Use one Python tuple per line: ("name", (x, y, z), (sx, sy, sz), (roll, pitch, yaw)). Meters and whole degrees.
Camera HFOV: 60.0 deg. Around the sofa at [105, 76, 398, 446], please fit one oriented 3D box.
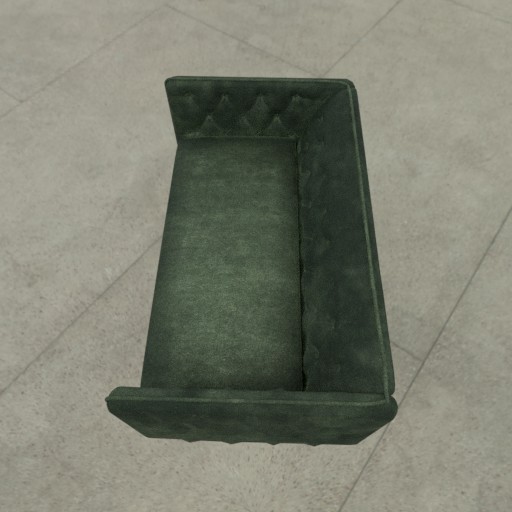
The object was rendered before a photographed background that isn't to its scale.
("sofa", (0.000, 0.000, 2.005), (0.895, 0.768, 1.537), (1, 60, 1))
